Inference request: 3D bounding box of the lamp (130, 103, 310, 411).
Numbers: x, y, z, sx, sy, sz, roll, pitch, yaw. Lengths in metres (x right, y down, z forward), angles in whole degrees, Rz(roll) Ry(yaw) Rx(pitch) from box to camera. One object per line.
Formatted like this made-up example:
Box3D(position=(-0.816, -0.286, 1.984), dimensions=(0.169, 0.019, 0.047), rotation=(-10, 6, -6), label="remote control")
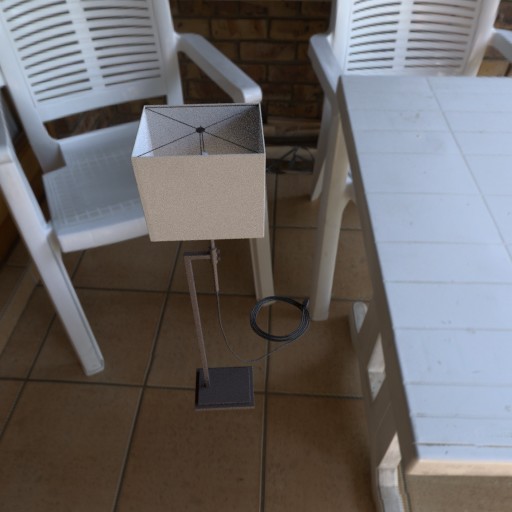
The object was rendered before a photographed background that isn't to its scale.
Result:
Box3D(position=(0.000, 0.000, 2.020), dimensions=(0.698, 1.600, 0.774), rotation=(-2, 47, -2), label="lamp")
